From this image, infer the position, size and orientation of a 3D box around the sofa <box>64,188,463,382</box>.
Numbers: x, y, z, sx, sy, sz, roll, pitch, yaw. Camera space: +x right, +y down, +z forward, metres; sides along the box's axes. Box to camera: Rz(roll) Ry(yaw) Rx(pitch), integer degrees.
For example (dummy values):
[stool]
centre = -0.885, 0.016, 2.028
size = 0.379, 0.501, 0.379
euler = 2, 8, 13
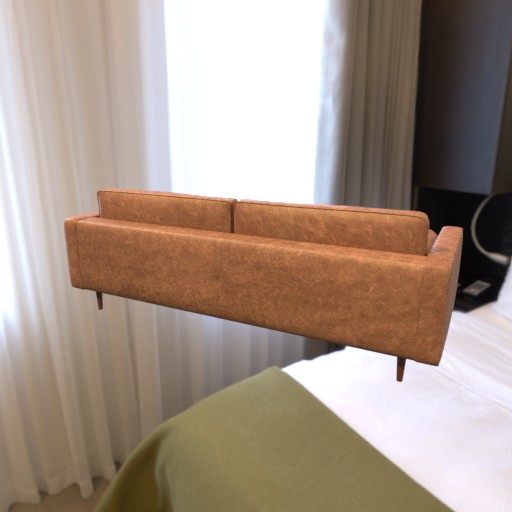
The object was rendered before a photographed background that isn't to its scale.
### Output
[sofa]
centre = 0.000, 0.000, 2.658
size = 2.210, 0.762, 0.914
euler = 8, 18, 26
